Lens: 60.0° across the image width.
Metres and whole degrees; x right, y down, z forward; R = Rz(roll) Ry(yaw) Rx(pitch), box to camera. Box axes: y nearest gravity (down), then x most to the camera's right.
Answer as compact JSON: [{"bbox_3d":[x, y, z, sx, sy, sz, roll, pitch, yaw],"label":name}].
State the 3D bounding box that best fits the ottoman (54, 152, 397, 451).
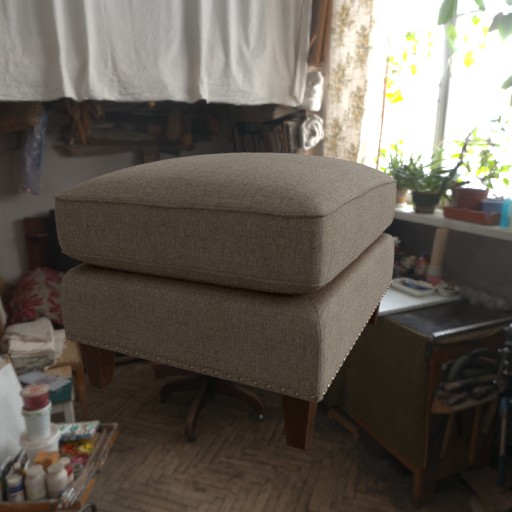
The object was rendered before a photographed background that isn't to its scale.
[{"bbox_3d":[0.000,0.000,1.130,0.584,0.513,0.741,7,15,25],"label":"ottoman"}]
